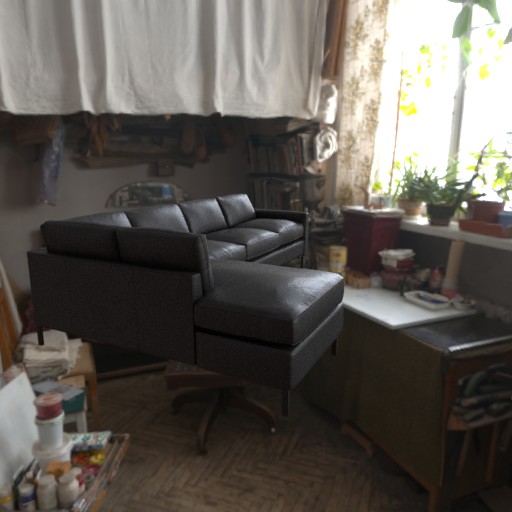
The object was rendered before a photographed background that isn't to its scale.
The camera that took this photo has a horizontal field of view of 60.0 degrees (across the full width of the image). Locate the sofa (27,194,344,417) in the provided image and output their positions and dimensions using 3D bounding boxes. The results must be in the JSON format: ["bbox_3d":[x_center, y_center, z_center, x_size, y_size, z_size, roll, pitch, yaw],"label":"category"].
[{"bbox_3d":[0.000,0.000,3.795,1.938,0.877,2.984,6,14,27],"label":"sofa"}]
